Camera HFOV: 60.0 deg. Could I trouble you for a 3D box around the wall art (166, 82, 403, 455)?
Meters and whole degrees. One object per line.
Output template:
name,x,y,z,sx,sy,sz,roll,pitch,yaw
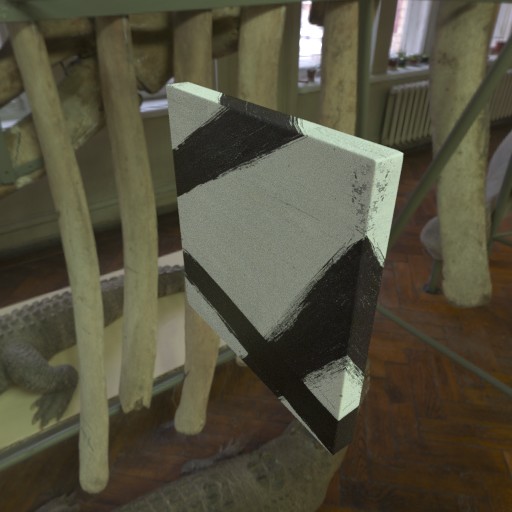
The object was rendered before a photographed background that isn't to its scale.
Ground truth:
wall art,0.000,0.000,0.786,0.050,0.508,0.507,-20,37,-30
